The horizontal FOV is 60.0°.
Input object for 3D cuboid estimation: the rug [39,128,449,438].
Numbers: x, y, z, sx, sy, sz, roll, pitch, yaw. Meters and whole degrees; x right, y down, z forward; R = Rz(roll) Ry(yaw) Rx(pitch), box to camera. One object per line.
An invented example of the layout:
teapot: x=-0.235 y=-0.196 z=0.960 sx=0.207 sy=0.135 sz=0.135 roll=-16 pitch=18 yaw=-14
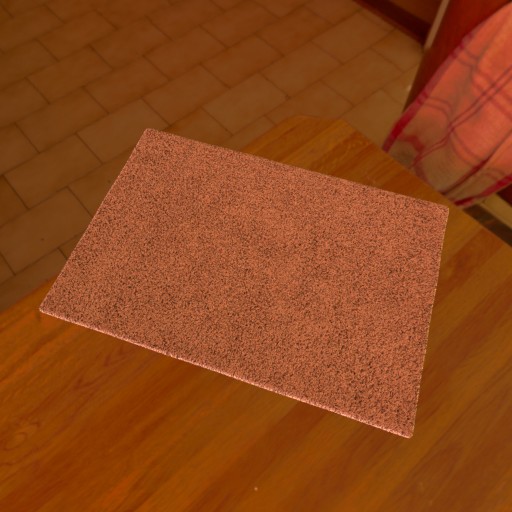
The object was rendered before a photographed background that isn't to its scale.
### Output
rug: x=0.000 y=0.000 z=2.246 sx=1.778 sy=0.030 sz=1.219 roll=17 pitch=64 yaw=9
